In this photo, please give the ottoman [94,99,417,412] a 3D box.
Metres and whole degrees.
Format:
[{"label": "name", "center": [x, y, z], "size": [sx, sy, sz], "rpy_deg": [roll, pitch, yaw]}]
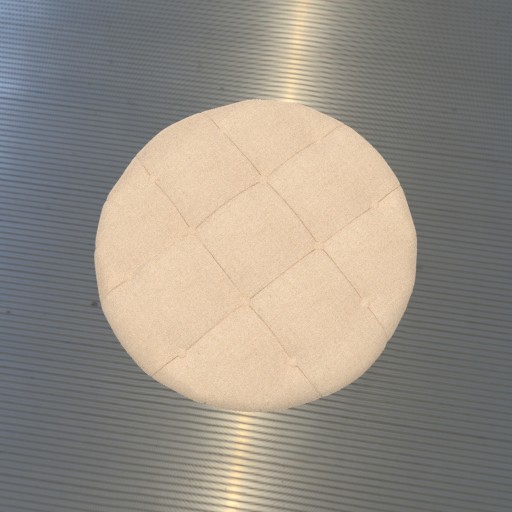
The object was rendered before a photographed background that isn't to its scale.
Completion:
[{"label": "ottoman", "center": [0.000, 0.000, 1.436], "size": [0.940, 0.483, 0.940], "rpy_deg": [0, 77, 0]}]
